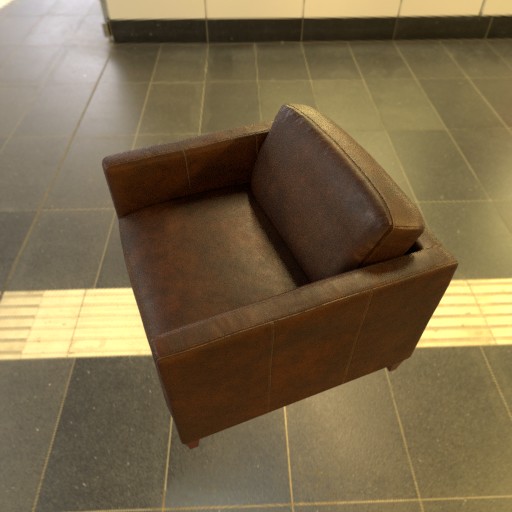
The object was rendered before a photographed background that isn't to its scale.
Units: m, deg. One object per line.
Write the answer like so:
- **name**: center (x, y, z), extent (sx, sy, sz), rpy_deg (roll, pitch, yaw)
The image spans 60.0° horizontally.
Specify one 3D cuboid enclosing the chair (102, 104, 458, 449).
- **chair**: center (0.000, 0.000, 1.750), extent (0.975, 0.864, 0.990), rpy_deg (-16, 49, -15)
